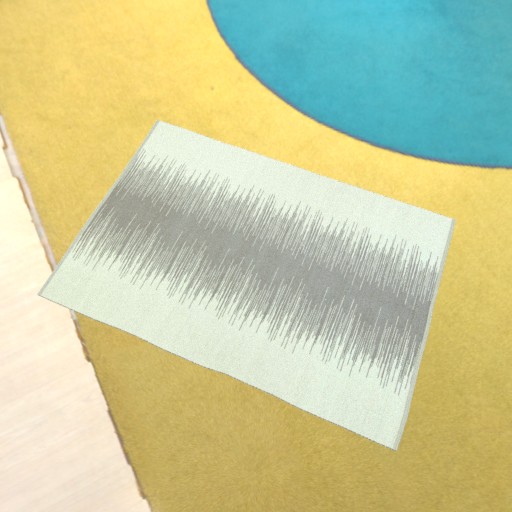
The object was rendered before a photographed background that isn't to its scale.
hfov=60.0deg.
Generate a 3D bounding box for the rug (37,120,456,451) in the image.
[{"bbox_3d":[0.000,0.000,2.263,1.815,0.007,1.226,21,65,10],"label":"rug"}]
